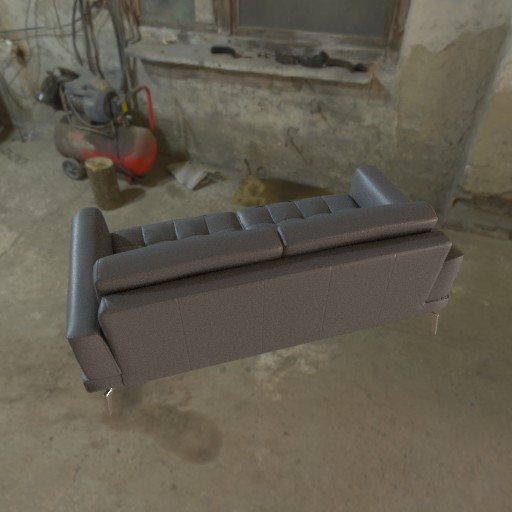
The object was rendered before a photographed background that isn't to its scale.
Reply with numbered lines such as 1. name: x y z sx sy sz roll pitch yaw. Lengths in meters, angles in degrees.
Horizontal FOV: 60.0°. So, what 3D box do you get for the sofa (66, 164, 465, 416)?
1. sofa: 0.000 0.000 2.719 2.177 0.930 1.121 -11 42 -12
